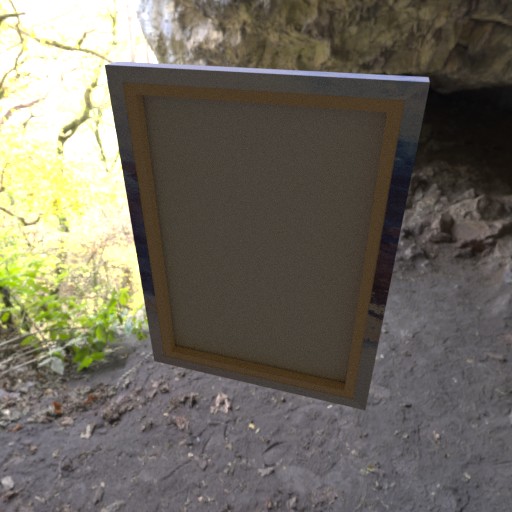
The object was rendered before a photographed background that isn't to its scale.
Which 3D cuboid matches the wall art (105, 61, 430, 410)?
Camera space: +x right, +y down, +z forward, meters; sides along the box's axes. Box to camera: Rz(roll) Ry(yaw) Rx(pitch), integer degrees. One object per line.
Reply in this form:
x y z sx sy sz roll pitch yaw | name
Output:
0.000 0.000 0.742 0.437 0.581 0.036 9 33 14 | wall art
